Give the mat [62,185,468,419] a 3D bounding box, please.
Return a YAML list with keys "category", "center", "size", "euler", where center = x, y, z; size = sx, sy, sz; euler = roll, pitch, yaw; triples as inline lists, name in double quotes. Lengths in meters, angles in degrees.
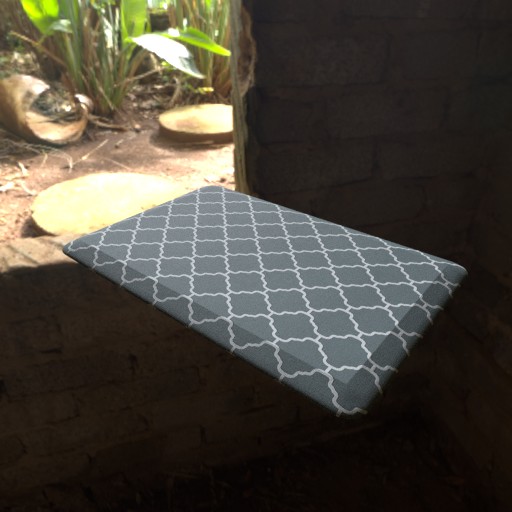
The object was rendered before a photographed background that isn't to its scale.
- category: "mat"
  center: [0.000, 0.000, 0.966]
  size: [0.762, 0.021, 0.508]
  euler: [23, 38, 33]
